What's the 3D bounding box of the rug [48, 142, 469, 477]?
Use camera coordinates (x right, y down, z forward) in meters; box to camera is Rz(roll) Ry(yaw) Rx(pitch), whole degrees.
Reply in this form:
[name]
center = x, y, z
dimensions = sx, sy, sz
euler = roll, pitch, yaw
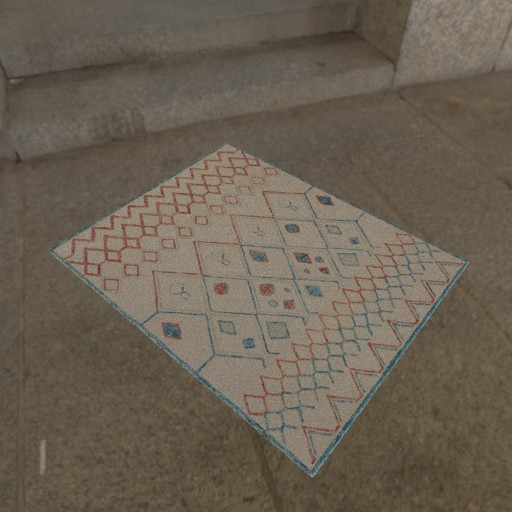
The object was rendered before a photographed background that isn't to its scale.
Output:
[rug]
center = 0.000, 0.000, 4.104
dimensions = 3.050, 0.016, 2.441
euler = 32, 54, 27
